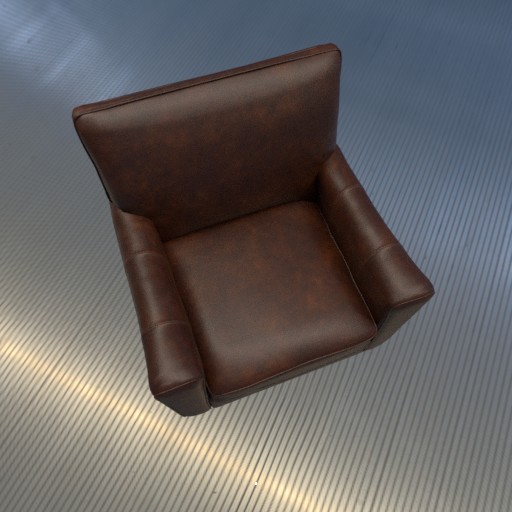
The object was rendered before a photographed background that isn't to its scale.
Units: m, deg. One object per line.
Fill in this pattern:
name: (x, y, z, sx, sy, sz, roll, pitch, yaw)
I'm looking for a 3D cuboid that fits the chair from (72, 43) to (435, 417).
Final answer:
chair: (0.000, 0.000, 1.542, 0.870, 0.943, 0.823, -18, 64, -9)
